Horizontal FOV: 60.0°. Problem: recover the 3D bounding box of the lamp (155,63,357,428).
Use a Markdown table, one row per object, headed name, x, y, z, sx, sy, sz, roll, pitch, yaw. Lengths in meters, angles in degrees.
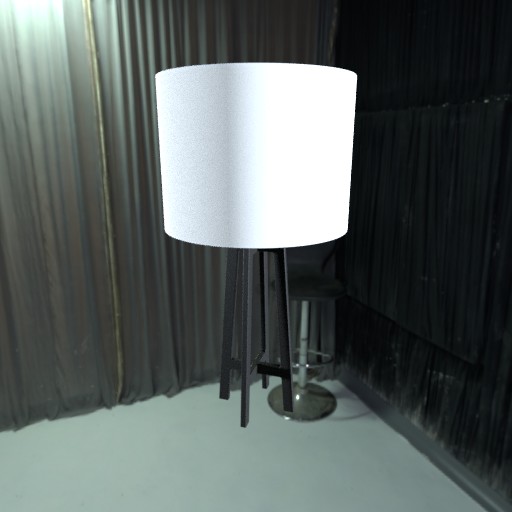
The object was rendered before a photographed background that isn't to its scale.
| name | x | y | z | sx | sy | sz | roll | pitch | yaw |
| --- | --- | --- | --- | --- | --- | --- | --- | --- | --- |
| lamp | 0.000 | 0.000 | 0.643 | 0.257 | 0.489 | 0.257 | -8 | 17 | -26 |
